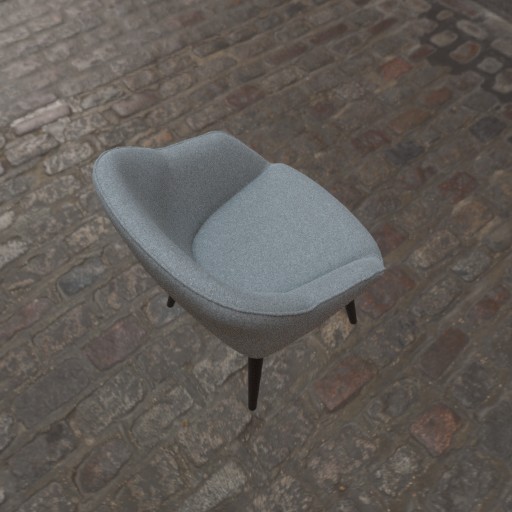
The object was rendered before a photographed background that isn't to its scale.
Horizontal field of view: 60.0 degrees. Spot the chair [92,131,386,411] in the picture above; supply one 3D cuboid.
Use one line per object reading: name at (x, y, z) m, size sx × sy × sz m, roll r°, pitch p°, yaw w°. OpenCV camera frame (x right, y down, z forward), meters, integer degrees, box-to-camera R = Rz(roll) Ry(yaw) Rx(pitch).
chair at (0.000, 0.000, 1.216) m, size 0.611 × 0.810 × 0.589 m, roll -35°, pitch 65°, yaw -20°
